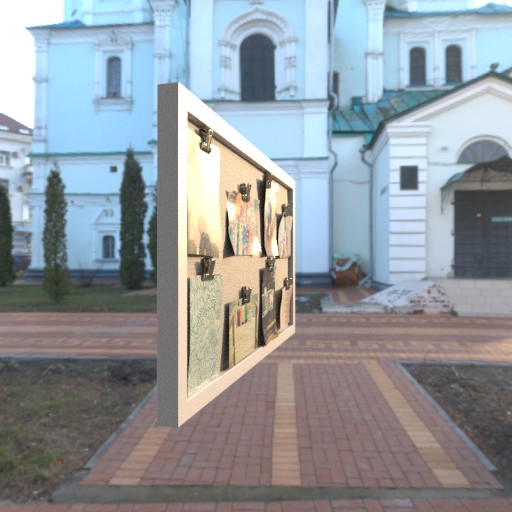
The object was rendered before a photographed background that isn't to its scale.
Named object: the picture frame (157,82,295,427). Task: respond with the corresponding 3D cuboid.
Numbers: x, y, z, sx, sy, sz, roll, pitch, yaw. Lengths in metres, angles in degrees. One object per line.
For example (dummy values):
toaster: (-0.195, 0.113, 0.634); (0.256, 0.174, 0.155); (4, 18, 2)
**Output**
picture frame: (0.000, 0.000, 0.795); (0.044, 0.379, 0.647); (0, 0, 16)
